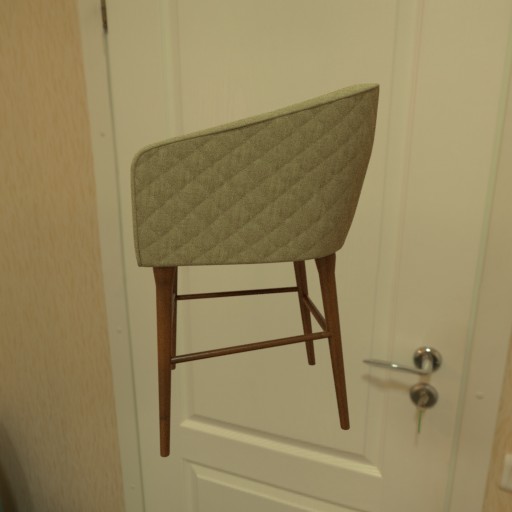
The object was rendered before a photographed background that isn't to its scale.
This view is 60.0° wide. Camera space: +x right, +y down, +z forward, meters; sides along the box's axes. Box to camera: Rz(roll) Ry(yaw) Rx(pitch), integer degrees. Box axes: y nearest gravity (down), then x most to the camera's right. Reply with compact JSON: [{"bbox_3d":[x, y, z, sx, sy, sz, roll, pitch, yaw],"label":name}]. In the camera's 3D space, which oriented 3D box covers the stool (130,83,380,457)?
[{"bbox_3d":[0.000,0.000,1.308,0.635,0.952,0.559,-2,15,-8],"label":"stool"}]
